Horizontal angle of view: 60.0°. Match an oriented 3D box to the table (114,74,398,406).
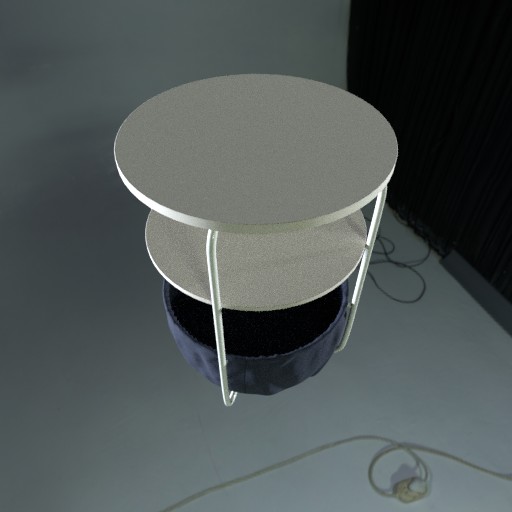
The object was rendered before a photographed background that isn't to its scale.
[{"bbox_3d":[0.000,0.000,0.860,0.418,0.532,0.418,-21,49,-19],"label":"table"}]
